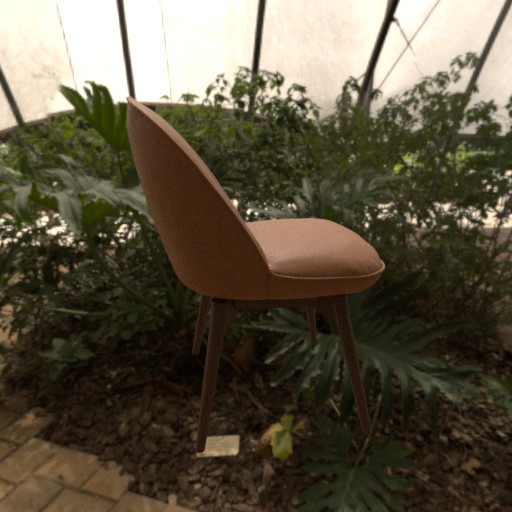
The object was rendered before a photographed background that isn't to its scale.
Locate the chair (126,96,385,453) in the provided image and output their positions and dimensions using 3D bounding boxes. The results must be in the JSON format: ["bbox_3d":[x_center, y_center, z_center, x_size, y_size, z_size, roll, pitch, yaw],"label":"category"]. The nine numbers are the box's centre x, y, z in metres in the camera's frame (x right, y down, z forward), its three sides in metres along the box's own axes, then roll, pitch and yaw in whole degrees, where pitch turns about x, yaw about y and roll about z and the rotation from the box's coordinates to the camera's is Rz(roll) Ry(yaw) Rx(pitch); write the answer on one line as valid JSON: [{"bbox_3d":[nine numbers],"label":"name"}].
[{"bbox_3d":[0.000,0.000,1.235,0.631,0.831,0.521,-2,16,-8],"label":"chair"}]
